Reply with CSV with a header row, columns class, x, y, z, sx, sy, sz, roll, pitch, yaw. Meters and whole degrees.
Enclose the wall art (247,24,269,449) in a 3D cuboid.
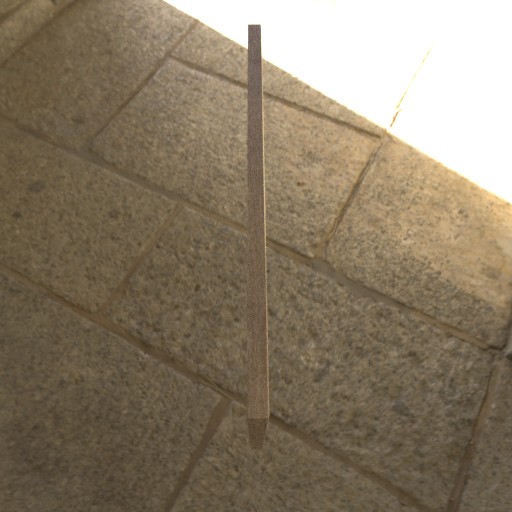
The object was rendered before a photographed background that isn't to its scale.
class,x,y,z,sx,sy,sz,roll,pitch,yaw
wall art,0.000,0.000,0.900,0.026,0.535,0.690,0,63,0
